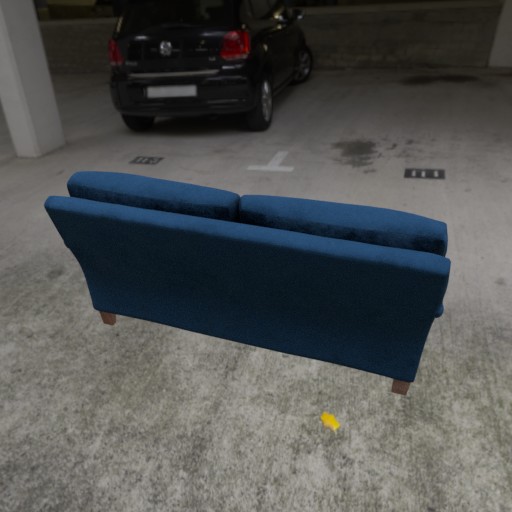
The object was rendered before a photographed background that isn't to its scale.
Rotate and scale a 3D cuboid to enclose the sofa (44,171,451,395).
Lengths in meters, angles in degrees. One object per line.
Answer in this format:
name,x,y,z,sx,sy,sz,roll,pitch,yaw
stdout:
sofa,0.000,0.000,2.763,2.141,1.101,1.084,10,34,15
